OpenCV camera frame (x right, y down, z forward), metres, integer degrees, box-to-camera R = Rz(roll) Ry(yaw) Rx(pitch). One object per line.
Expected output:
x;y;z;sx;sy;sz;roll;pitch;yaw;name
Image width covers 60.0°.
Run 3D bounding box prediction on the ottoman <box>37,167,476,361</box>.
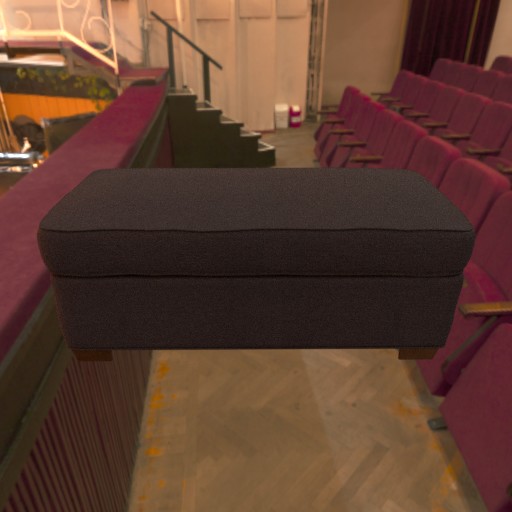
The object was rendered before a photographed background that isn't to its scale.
0.000;0.000;1.385;1.110;0.460;0.515;0;28;0;ottoman
